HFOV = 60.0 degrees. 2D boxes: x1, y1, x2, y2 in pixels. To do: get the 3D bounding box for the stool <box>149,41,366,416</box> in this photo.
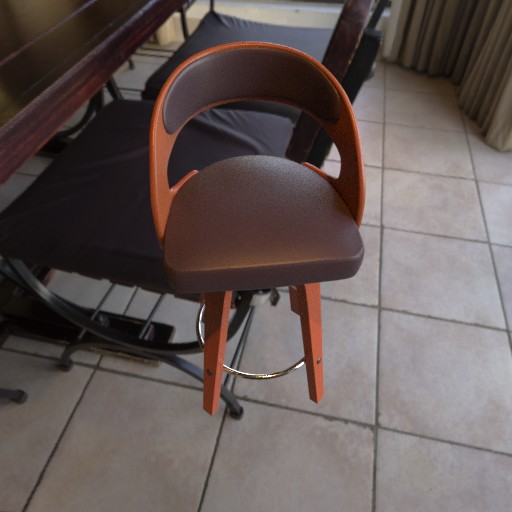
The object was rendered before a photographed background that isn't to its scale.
[{"bbox_3d":[0.000,0.000,1.190,0.457,0.940,0.457,-5,47,-5],"label":"stool"}]
